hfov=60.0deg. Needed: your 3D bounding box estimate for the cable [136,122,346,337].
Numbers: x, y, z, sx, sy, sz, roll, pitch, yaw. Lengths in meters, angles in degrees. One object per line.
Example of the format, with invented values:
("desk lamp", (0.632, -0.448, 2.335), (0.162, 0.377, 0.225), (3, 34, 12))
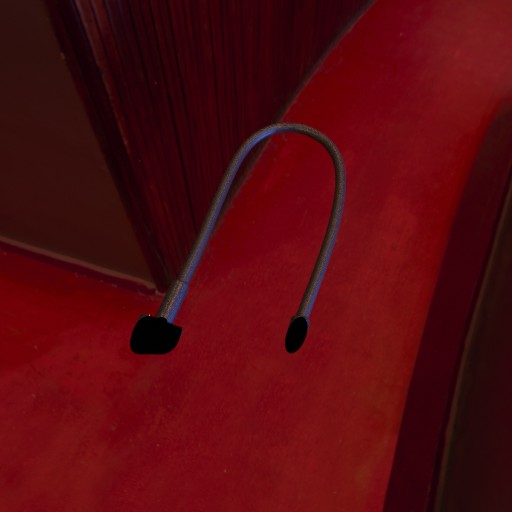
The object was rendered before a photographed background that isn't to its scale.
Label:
("cable", (0.000, 0.000, 0.111), (0.041, 0.005, 0.098), (15, 59, 9))
